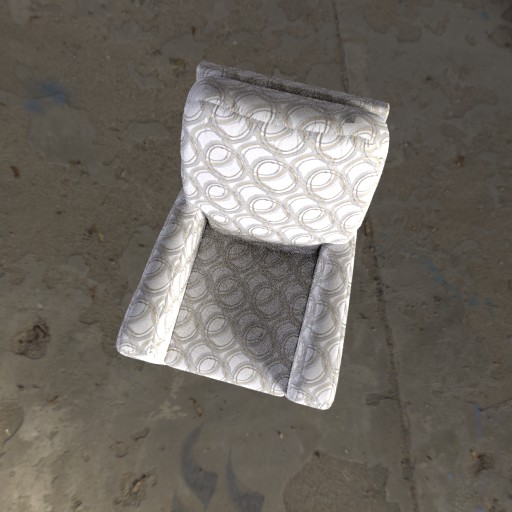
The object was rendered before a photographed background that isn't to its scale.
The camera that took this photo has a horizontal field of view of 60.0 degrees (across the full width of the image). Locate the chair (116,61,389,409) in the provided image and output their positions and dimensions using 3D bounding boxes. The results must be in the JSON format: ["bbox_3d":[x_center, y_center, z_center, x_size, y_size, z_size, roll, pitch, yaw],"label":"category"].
[{"bbox_3d":[0.000,0.000,1.741,0.796,1.065,0.995,14,76,4],"label":"chair"}]
